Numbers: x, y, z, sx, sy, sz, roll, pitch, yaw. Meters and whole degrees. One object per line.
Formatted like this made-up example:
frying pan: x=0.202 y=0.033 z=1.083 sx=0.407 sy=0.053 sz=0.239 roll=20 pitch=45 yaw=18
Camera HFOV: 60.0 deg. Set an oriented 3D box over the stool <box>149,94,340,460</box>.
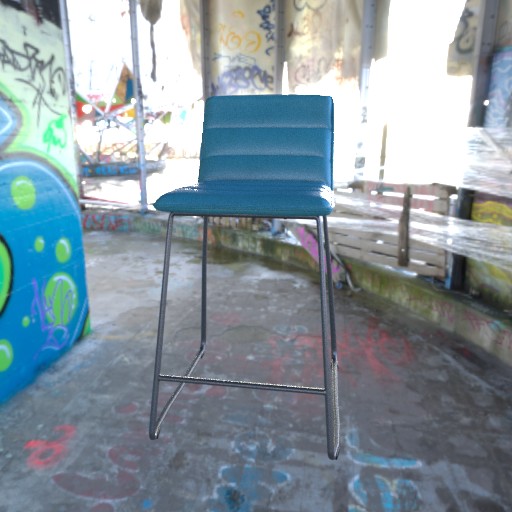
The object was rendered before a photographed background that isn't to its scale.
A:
stool: x=0.000 y=0.000 z=1.202 sx=0.489 sy=0.866 sz=0.524 roll=2 pitch=15 yaw=9
